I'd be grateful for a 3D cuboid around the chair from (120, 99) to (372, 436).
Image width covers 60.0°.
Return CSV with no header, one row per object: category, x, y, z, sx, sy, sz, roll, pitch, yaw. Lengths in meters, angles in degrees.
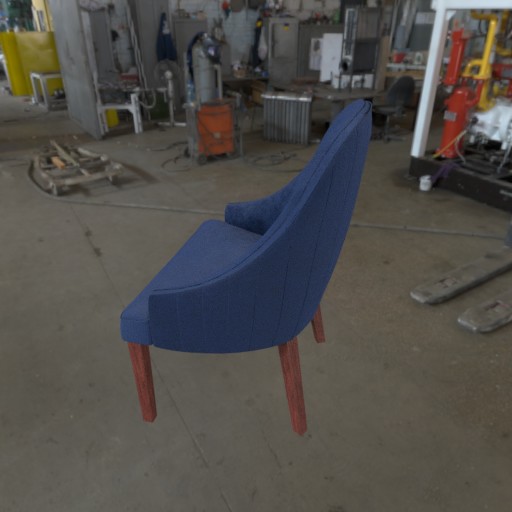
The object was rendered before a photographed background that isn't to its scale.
chair,0.000,0.000,1.313,0.575,0.889,0.643,7,29,13
